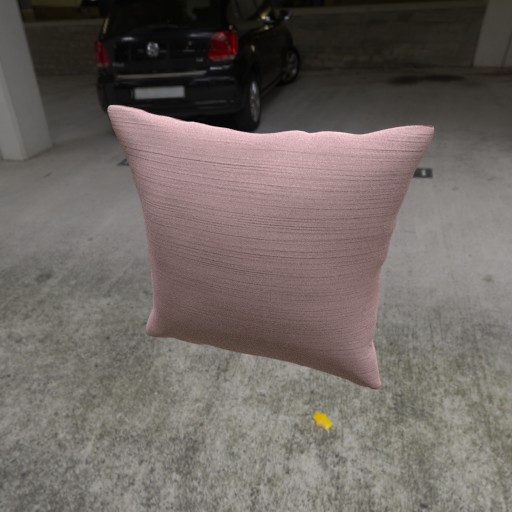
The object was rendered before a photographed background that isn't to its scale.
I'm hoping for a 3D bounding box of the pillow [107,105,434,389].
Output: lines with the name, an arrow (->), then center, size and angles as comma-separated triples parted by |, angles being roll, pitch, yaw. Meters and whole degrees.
pillow -> 0.000, 0.000, 0.734 | 0.470, 0.464, 0.175 | 9, 34, 14
